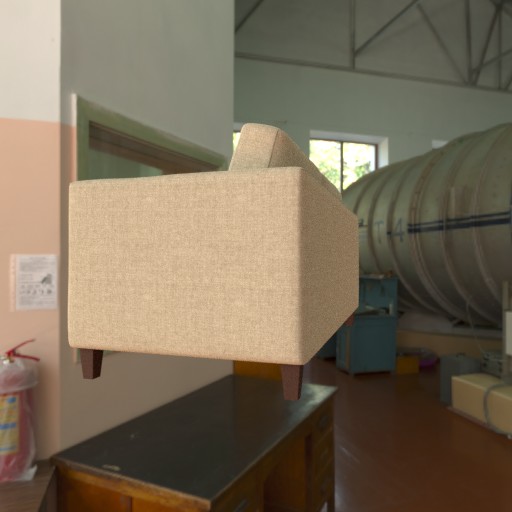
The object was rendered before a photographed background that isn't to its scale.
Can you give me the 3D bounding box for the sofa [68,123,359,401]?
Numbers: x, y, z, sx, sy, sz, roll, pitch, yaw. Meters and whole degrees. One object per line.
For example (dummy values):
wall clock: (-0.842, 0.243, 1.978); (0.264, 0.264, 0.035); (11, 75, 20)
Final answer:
sofa: (0.000, 0.000, 2.423); (0.950, 0.963, 1.884); (0, 0, 18)
